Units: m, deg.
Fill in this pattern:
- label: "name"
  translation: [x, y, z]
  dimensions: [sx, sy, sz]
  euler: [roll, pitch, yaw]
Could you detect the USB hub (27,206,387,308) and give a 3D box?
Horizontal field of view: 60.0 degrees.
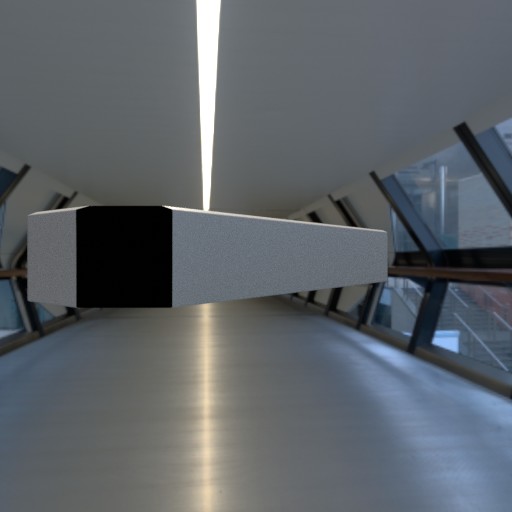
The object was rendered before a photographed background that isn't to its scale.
- label: "USB hub"
  translation: [0.000, 0.000, 0.160]
  dimensions: [0.044, 0.023, 0.145]
  euler: [0, 0, 38]
